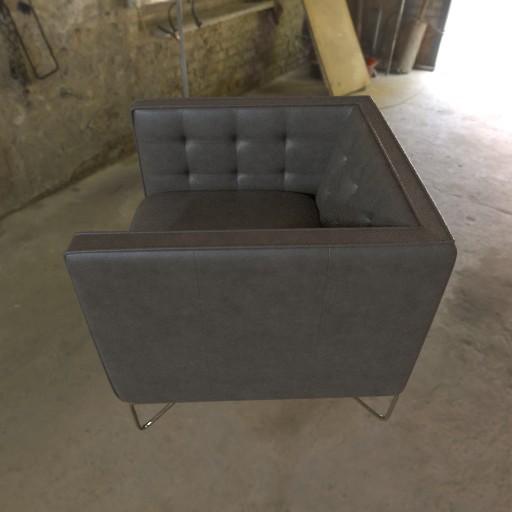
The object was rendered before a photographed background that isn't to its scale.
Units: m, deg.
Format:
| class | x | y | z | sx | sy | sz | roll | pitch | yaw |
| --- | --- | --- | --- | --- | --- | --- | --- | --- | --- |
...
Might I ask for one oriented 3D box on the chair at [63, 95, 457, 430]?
| class | x | y | z | sx | sy | sz | roll | pitch | yaw |
| --- | --- | --- | --- | --- | --- | --- | --- | --- | --- |
| chair | 0.000 | 0.000 | 1.525 | 0.894 | 0.790 | 0.880 | -1 | 41 | -1 |
